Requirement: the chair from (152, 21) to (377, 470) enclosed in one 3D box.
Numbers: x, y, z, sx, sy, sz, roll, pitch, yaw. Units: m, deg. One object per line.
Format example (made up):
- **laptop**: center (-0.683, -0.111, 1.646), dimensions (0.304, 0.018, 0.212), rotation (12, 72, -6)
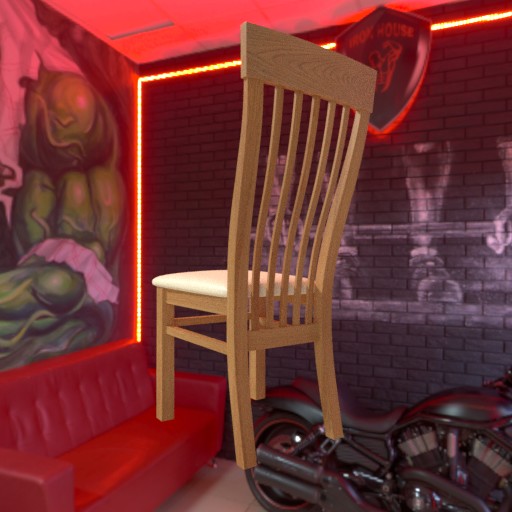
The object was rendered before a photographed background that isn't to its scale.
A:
- **chair**: center (0.000, 0.000, 1.346), dimensions (0.450, 1.050, 0.580), rotation (0, -1, -36)
